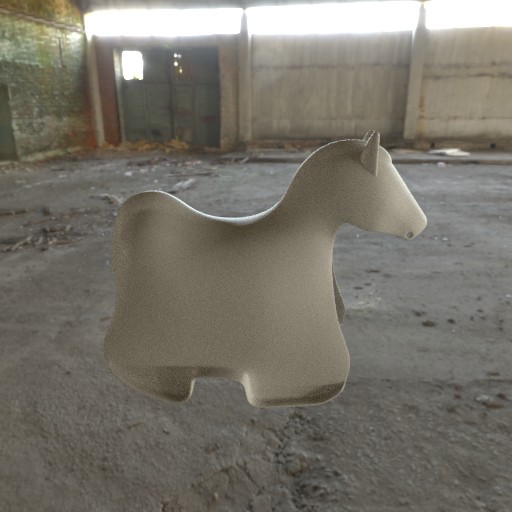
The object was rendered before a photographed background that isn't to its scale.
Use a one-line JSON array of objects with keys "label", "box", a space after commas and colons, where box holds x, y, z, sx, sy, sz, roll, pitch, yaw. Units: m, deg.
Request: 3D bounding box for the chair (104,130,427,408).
[{"label": "chair", "box": [0.000, 0.000, 1.122, 0.800, 0.612, 0.429, 3, 18, 8]}]
